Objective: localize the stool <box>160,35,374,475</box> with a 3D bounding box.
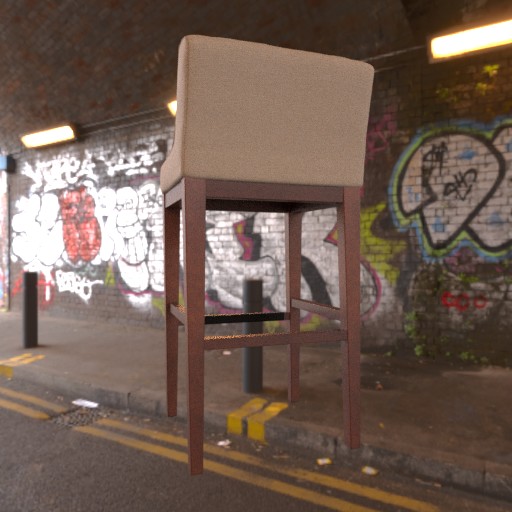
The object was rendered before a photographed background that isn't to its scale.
[{"bbox_3d":[0.000,0.000,1.305,0.511,1.037,0.500,0,0,-19],"label":"stool"}]
